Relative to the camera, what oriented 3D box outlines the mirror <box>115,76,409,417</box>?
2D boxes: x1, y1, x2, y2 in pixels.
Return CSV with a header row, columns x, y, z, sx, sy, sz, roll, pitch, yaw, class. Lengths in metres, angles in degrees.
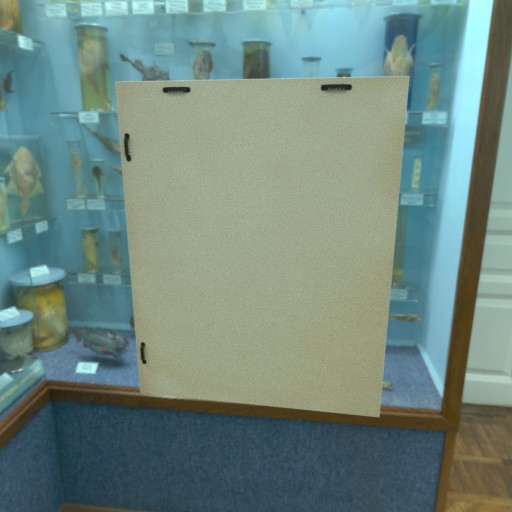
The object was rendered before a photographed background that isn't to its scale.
x,y,z,sx,sy,sz,roll,pitch,yaw,class
0.000,0.000,0.686,0.406,0.509,0.041,3,16,9,mirror
